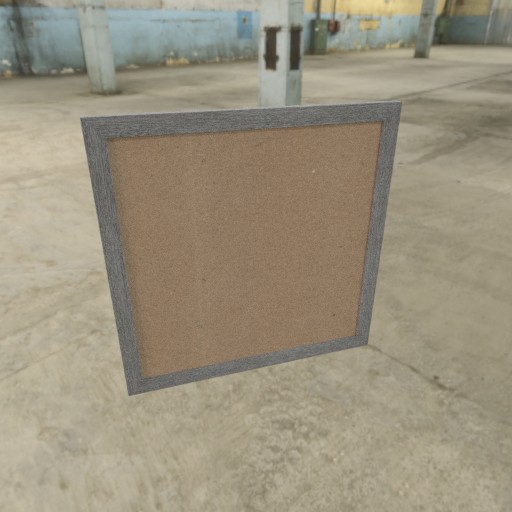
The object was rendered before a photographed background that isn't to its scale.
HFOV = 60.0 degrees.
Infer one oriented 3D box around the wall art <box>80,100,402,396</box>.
[{"bbox_3d":[0.000,0.000,1.070,0.685,0.685,0.020,-8,28,-16],"label":"wall art"}]
